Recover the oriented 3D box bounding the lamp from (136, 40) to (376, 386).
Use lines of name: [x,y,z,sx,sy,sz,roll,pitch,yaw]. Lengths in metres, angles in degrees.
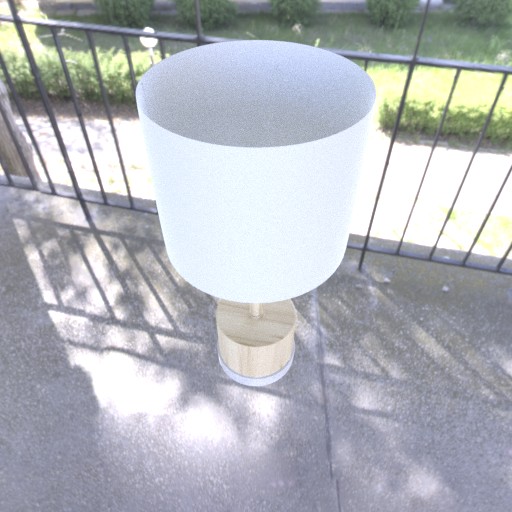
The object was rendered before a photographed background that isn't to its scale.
lamp: [0.000,0.000,0.592,0.229,0.470,0.229,10,46,9]
